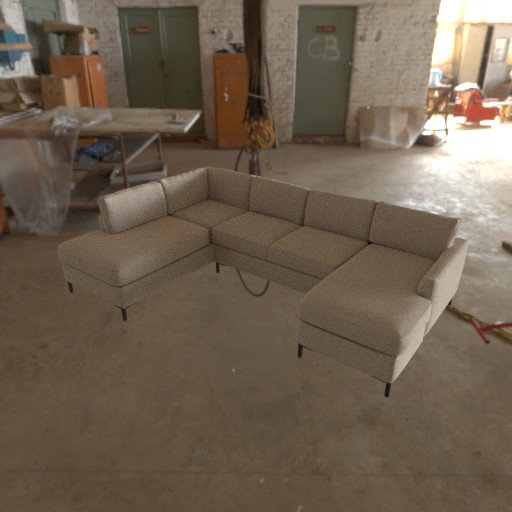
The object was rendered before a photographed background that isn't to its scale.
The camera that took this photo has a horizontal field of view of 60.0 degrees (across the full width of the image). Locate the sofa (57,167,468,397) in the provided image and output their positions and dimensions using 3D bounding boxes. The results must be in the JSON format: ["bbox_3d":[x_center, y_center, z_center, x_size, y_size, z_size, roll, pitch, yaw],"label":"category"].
[{"bbox_3d":[0.000,0.000,3.830,2.984,0.862,1.989,18,31,33],"label":"sofa"}]
